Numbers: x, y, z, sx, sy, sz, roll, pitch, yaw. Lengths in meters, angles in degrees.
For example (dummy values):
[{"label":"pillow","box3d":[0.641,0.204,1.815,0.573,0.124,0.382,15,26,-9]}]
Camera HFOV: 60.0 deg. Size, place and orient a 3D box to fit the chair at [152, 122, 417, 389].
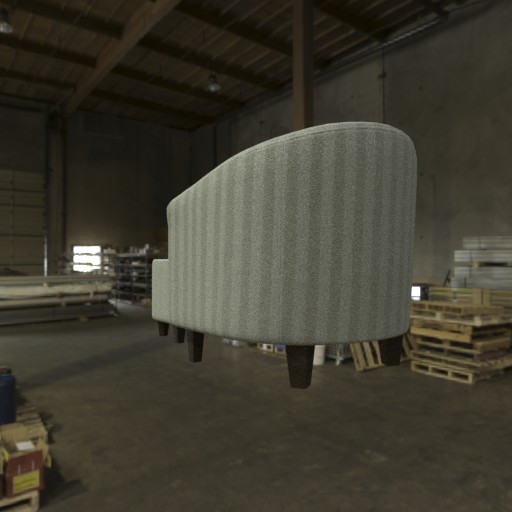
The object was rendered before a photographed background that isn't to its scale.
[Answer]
[{"label":"chair","box3d":[0.000,0.000,1.783,0.756,0.757,1.288,0,-1,-38]}]
